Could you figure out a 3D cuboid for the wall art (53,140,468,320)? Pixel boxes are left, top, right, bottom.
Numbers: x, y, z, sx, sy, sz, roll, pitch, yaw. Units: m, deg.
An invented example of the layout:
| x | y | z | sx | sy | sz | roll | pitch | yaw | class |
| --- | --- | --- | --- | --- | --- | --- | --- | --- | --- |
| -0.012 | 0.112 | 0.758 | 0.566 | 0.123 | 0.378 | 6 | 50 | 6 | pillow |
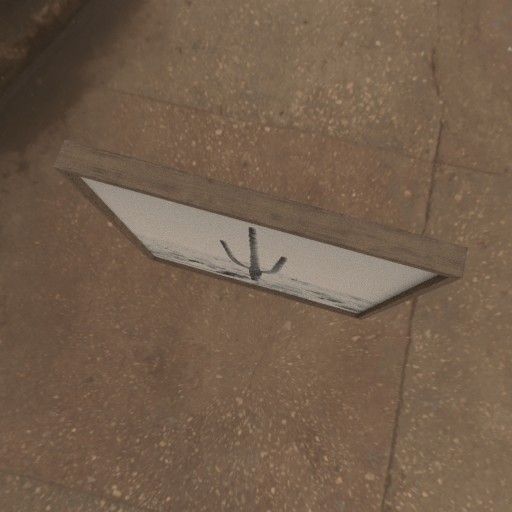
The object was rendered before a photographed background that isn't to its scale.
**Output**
| x | y | z | sx | sy | sz | roll | pitch | yaw | class |
| --- | --- | --- | --- | --- | --- | --- | --- | --- | --- |
| 0.000 | 0.000 | 0.780 | 0.508 | 0.508 | 0.038 | 16 | 77 | 4 | wall art |
